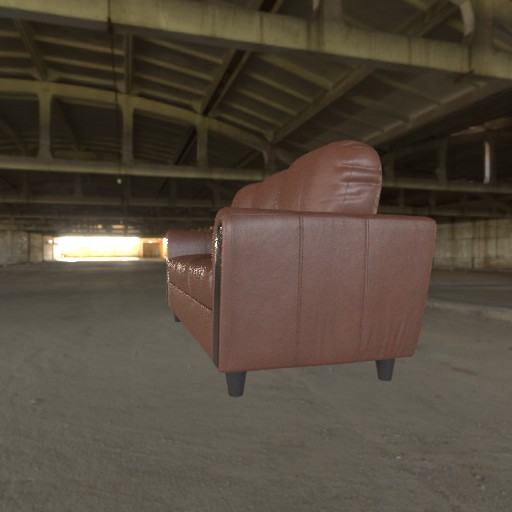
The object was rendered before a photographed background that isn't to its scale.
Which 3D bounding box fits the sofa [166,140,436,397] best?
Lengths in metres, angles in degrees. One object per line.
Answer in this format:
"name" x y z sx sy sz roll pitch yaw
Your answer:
"sofa" 0.000 0.000 2.349 0.802 0.915 1.862 0 1 -17
